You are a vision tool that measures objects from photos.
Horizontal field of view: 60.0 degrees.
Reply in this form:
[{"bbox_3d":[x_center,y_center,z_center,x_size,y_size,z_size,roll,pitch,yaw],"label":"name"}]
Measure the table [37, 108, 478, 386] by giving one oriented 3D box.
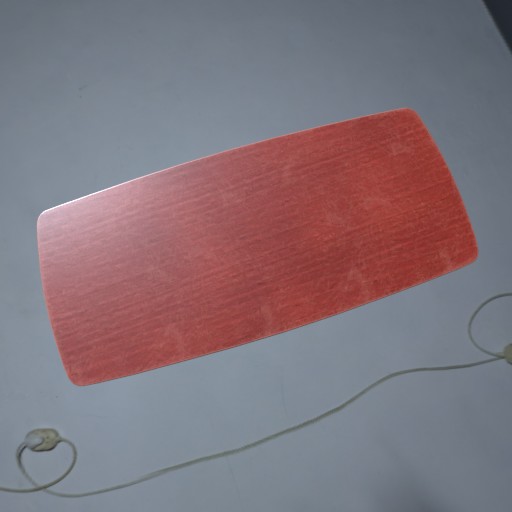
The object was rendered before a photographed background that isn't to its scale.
[{"bbox_3d":[0.000,0.000,1.491,1.216,0.473,0.561,-17,77,-4],"label":"table"}]
